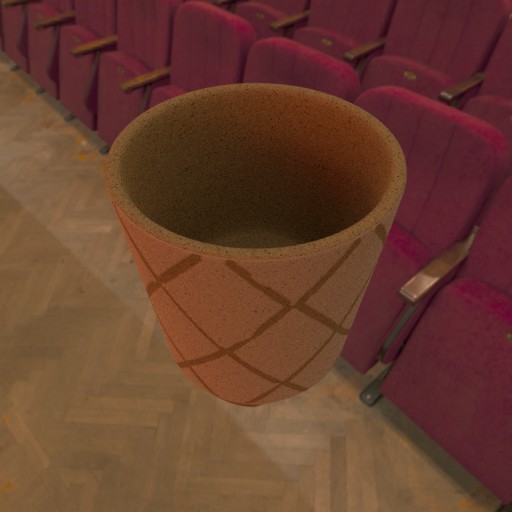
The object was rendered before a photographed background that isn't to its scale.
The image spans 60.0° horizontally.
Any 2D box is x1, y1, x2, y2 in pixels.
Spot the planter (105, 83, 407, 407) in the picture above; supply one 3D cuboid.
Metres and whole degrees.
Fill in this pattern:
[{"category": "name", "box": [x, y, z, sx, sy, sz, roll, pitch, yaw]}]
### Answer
[{"category": "planter", "box": [0.000, 0.000, 0.358, 0.191, 0.199, 0.191, 0, 47, 0]}]
